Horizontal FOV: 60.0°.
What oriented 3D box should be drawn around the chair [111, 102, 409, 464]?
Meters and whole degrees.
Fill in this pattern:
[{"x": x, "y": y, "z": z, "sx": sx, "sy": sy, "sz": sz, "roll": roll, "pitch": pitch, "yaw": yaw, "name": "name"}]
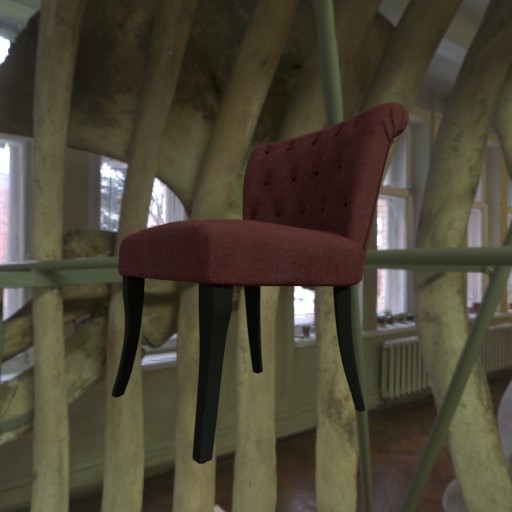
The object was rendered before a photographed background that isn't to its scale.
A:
[{"x": 0.000, "y": 0.000, "z": 1.161, "sx": 0.605, "sy": 0.750, "sz": 0.582, "roll": 0, "pitch": 0, "yaw": -36, "name": "chair"}]
